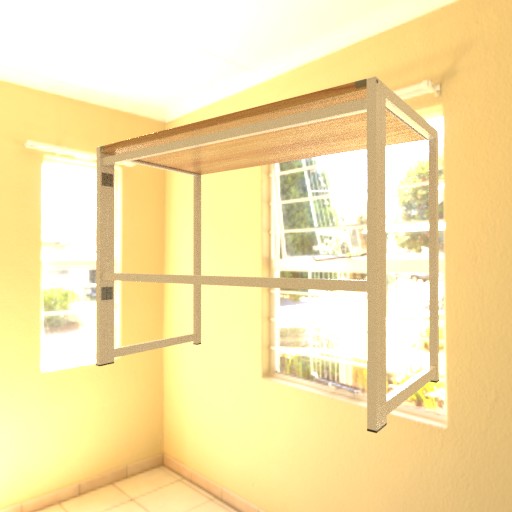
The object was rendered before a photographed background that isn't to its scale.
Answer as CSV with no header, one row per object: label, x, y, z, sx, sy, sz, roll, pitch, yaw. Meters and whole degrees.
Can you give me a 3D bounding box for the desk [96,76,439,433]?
desk,0.000,0.000,1.449,1.016,0.762,0.508,0,-1,36
